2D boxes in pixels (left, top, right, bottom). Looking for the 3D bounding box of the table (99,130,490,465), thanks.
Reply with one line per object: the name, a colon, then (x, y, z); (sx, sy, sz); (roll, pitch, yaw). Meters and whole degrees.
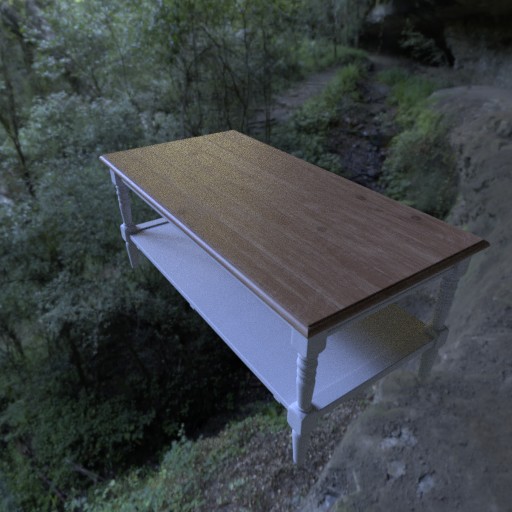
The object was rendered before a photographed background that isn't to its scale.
table: (0.000, 0.000, 1.405); (0.559, 0.458, 1.118); (-20, 37, -29)
